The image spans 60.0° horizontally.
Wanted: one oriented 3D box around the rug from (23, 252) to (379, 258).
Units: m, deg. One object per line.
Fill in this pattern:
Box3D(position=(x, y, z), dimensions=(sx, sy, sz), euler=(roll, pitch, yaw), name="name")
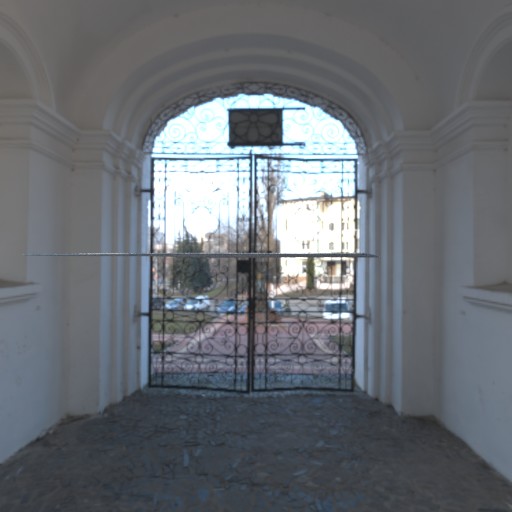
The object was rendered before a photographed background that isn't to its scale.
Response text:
Box3D(position=(0.000, 0.000, 2.177), dimensions=(1.135, 0.010, 1.740), euler=(0, -1, 17), name="rug")
